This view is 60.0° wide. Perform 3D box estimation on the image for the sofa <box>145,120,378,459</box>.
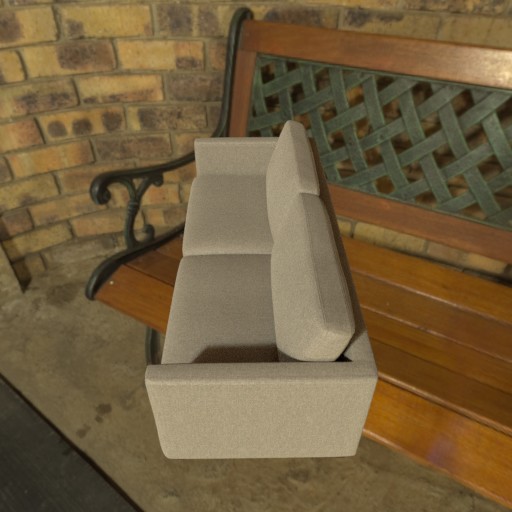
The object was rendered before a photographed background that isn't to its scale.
[{"bbox_3d":[0.000,0.000,2.728,0.956,0.963,2.208,-1,40,-1],"label":"sofa"}]
